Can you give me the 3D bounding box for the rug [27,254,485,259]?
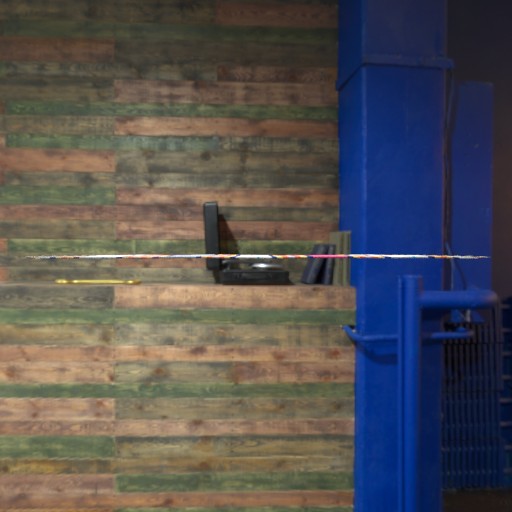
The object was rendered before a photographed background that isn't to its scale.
[{"bbox_3d":[0.000,0.000,2.257,1.849,0.013,1.084,0,0,-1],"label":"rug"}]
